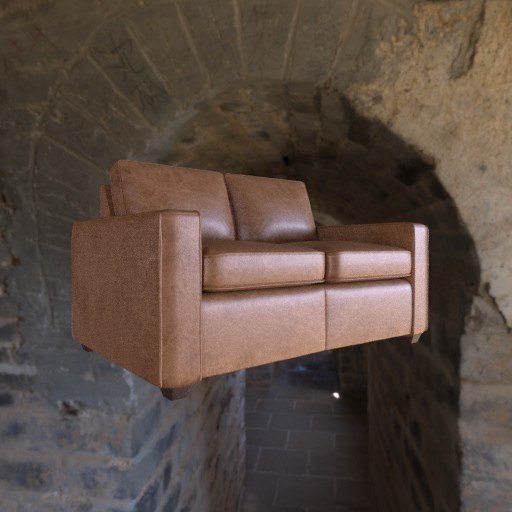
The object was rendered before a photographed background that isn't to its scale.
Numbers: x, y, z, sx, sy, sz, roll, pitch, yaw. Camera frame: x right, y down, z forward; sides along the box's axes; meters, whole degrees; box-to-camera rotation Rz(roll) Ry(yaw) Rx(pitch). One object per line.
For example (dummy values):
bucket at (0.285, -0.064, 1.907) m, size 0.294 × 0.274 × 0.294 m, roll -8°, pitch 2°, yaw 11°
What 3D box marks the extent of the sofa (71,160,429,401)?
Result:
sofa at (0.000, 0.000, 2.200) m, size 1.532 × 0.896 × 1.020 m, roll -1°, pitch 2°, yaw -38°
